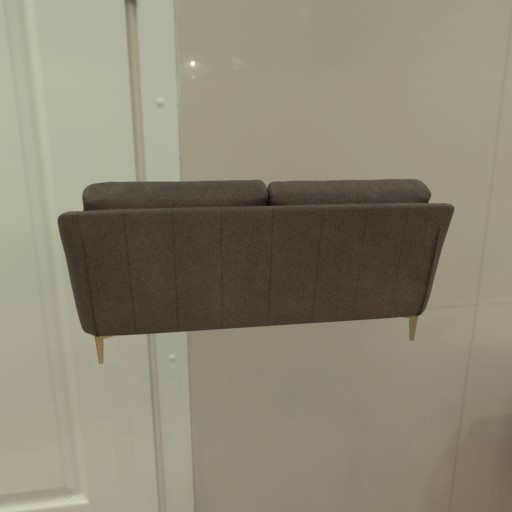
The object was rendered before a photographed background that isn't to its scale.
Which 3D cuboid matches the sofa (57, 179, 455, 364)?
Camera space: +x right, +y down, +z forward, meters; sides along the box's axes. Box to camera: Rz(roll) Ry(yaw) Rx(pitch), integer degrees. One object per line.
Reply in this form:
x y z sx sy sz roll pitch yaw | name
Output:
0.000 0.000 2.551 2.036 0.902 0.960 -2 14 -9 | sofa
